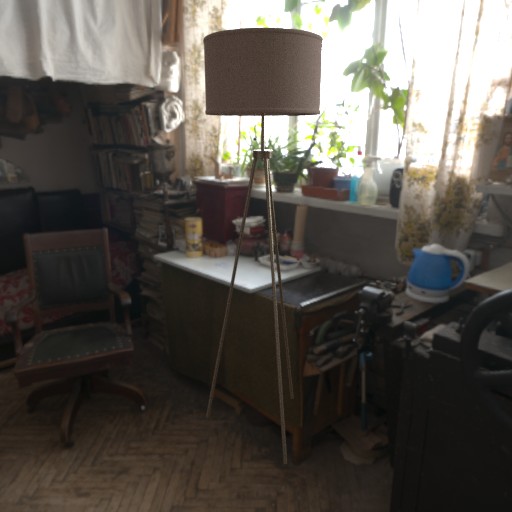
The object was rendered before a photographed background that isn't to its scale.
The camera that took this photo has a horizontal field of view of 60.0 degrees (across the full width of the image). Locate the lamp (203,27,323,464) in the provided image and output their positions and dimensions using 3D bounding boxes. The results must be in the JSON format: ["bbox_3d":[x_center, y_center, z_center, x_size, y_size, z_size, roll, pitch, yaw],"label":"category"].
[{"bbox_3d":[0.000,0.000,1.739,0.460,1.545,0.449,2,16,8],"label":"lamp"}]
